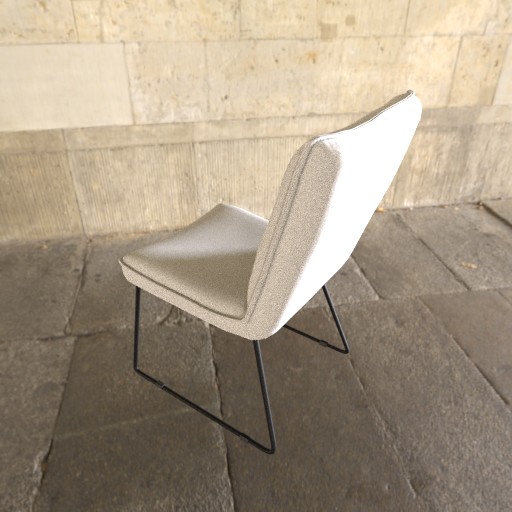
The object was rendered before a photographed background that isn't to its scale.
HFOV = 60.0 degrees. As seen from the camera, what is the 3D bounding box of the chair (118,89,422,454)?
[{"bbox_3d":[0.000,0.000,1.307,0.688,0.930,0.515,20,37,29],"label":"chair"}]
